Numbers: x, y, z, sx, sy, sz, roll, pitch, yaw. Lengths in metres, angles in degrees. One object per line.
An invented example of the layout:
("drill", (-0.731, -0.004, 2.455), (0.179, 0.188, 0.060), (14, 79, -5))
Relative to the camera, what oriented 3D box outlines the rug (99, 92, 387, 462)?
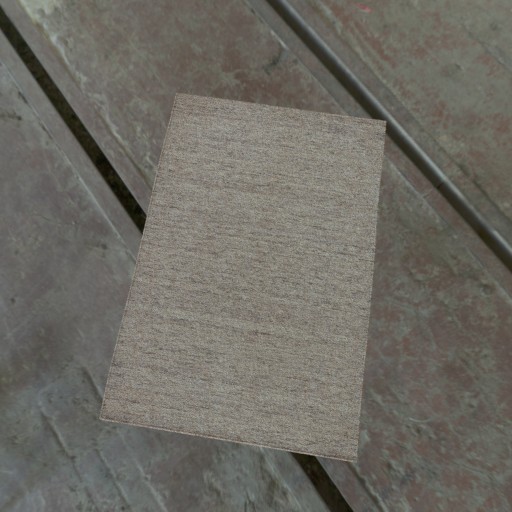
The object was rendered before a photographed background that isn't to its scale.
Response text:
("rug", (0.000, 0.000, 2.913), (1.547, 0.013, 2.283), (9, 74, 2))
